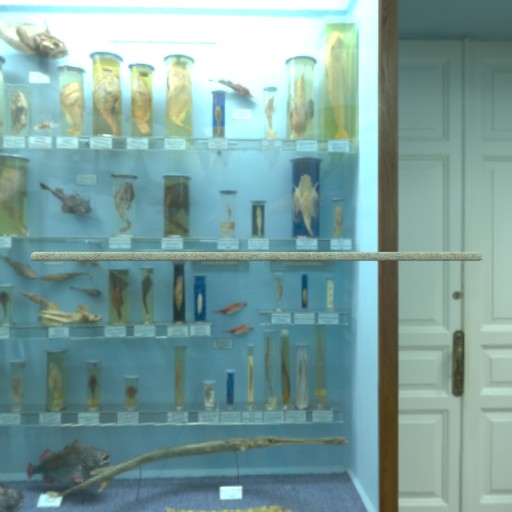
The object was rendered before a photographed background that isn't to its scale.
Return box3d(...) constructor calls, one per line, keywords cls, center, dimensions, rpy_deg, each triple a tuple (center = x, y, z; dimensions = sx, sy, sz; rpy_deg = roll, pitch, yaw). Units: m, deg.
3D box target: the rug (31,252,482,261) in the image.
box3d(cls="rug", center=(0.000, 0.000, 3.407), dimensions=(2.528, 0.048, 2.009), rpy_deg=(0, 0, 0))
